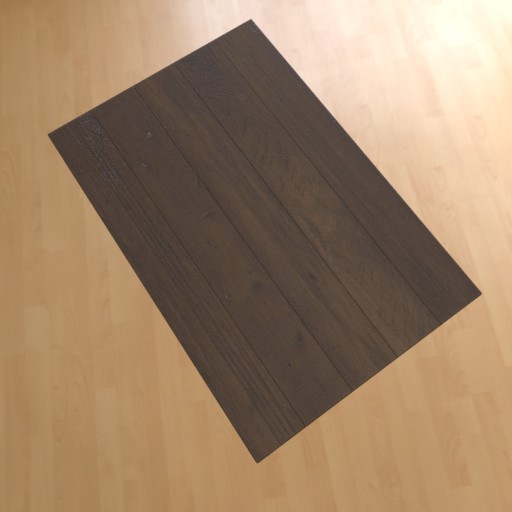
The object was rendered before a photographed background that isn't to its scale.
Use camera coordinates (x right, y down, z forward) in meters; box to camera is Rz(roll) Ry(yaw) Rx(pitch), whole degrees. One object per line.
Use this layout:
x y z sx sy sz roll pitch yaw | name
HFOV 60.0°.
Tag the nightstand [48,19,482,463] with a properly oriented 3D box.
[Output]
0.000 0.000 1.032 0.450 0.599 0.650 -34 77 -9 | nightstand
